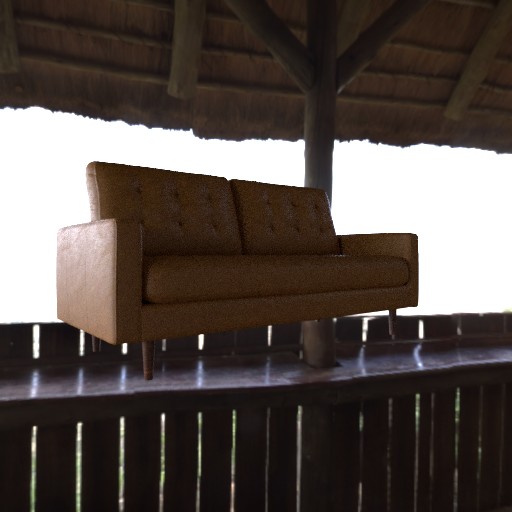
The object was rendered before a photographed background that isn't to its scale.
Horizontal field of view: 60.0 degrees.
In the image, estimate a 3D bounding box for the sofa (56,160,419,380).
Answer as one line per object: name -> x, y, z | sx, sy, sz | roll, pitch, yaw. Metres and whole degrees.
sofa -> 0.000, 0.000, 2.331 | 1.821, 0.898, 0.850 | 0, 0, -38
